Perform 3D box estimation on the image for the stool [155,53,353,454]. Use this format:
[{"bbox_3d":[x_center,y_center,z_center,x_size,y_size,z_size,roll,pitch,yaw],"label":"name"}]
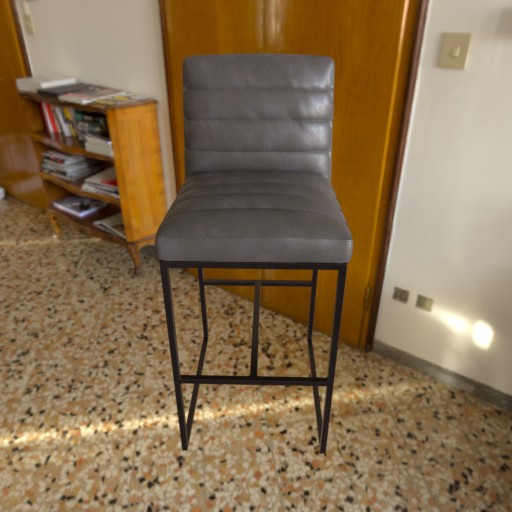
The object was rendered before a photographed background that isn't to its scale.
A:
[{"bbox_3d":[0.000,0.000,1.324,0.463,1.065,0.562,1,29,1],"label":"stool"}]
